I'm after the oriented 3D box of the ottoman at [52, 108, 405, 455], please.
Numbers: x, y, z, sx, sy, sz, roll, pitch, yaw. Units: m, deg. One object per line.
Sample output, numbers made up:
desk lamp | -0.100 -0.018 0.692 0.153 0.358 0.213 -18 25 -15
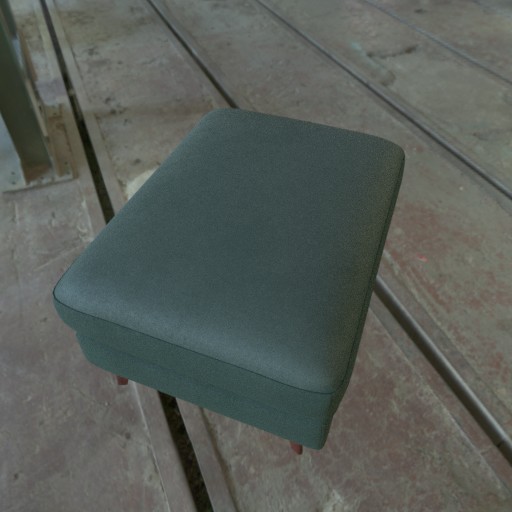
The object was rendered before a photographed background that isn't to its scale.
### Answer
ottoman | 0.000 0.000 1.153 0.608 0.449 0.811 16 49 14
